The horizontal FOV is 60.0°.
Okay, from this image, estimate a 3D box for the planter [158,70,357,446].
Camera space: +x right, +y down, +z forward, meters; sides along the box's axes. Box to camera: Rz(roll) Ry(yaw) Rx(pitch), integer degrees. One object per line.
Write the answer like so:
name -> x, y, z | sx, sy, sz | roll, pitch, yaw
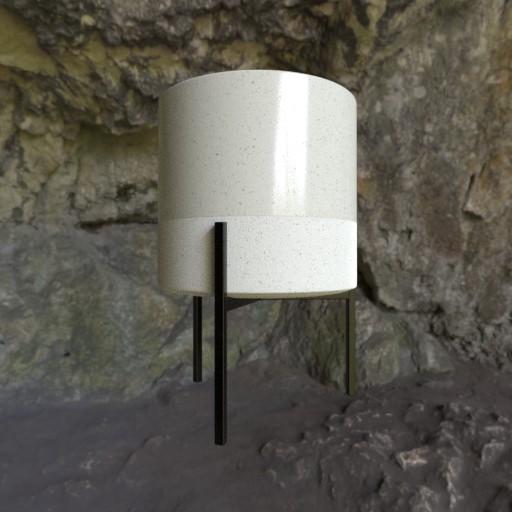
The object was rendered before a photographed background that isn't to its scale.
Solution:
planter -> 0.000, 0.000, 0.344 | 0.152, 0.230, 0.159 | 0, 0, 16
